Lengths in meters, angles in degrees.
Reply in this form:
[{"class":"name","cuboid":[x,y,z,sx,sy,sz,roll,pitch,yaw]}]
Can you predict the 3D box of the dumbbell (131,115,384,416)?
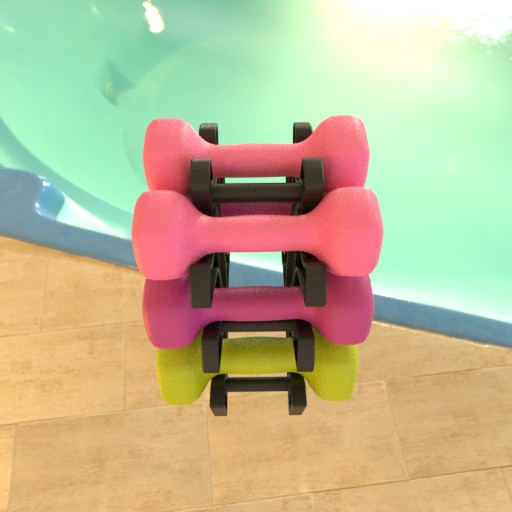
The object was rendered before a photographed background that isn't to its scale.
[{"class":"dumbbell","cuboid":[0.000,0.000,0.430,0.203,0.261,0.257,-1,62,0]}]
